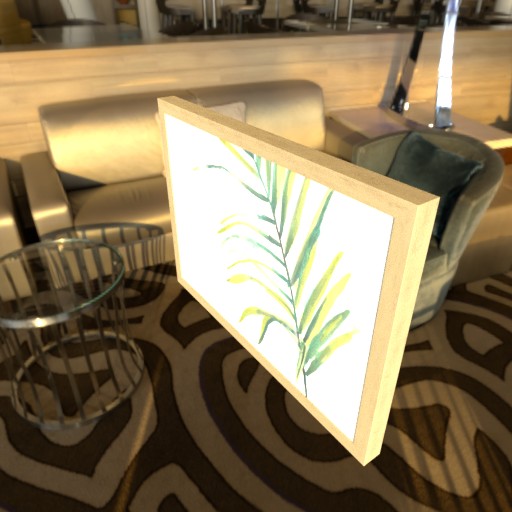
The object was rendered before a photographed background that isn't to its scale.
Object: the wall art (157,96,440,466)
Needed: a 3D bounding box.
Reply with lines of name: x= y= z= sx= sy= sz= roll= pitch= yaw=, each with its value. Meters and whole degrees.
wall art: x=0.000 y=0.000 z=0.681 sx=0.032 sy=0.380 sz=0.532 roll=-21 pitch=37 yaw=-30
